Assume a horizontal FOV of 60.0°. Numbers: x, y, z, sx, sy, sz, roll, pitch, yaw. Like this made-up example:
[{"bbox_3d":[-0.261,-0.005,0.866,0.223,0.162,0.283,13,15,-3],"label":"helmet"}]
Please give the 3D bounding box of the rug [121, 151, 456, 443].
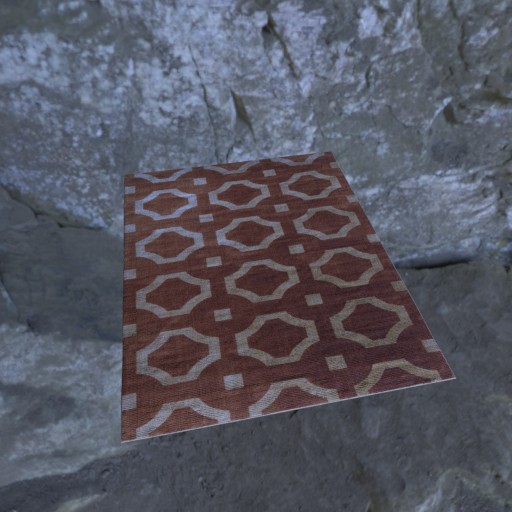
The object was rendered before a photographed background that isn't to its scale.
[{"bbox_3d":[0.000,0.000,4.182,2.466,0.021,3.049,-8,47,-8],"label":"rug"}]
